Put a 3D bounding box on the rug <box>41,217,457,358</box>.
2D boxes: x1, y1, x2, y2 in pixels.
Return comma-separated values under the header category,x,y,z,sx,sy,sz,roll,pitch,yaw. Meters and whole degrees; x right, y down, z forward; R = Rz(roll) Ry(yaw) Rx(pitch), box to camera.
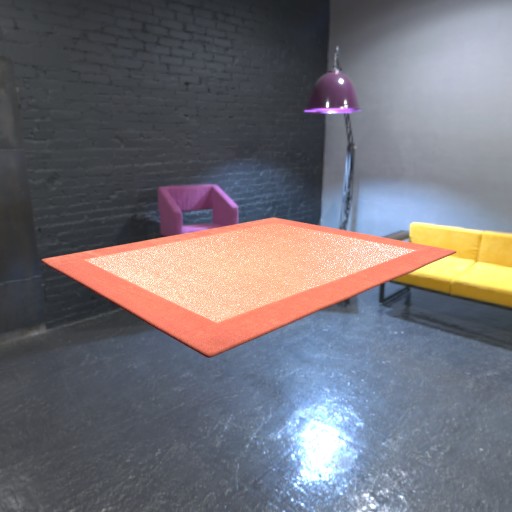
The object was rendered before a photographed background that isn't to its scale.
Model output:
category,x,y,z,sx,sy,sz,roll,pitch,yaw
rug,0.000,0.000,4.047,2.976,0.018,2.430,-14,21,-42
